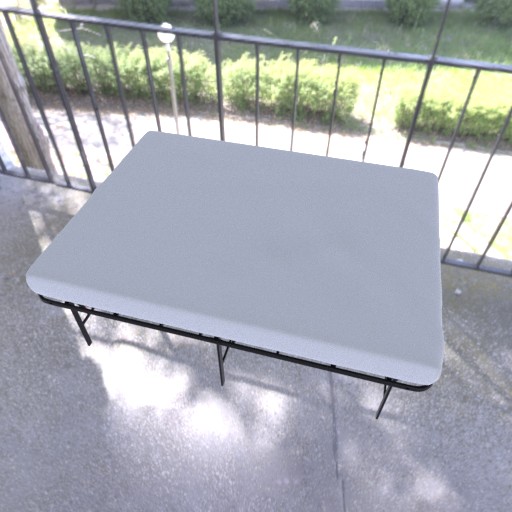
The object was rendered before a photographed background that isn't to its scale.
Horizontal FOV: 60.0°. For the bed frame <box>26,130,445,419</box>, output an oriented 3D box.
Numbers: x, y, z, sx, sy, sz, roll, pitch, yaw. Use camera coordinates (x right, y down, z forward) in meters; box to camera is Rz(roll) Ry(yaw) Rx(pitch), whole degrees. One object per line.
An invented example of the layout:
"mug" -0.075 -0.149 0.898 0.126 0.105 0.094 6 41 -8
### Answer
"bed frame" 0.000 0.000 2.534 1.905 0.637 1.372 11 47 11
